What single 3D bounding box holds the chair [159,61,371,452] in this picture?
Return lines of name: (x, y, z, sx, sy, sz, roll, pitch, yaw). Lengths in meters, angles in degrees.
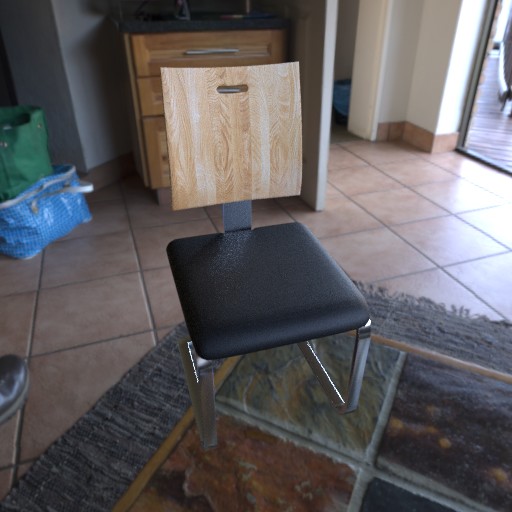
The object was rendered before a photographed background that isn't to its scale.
chair: (0.000, 0.000, 1.233, 0.462, 0.936, 0.560, -9, 32, -15)
